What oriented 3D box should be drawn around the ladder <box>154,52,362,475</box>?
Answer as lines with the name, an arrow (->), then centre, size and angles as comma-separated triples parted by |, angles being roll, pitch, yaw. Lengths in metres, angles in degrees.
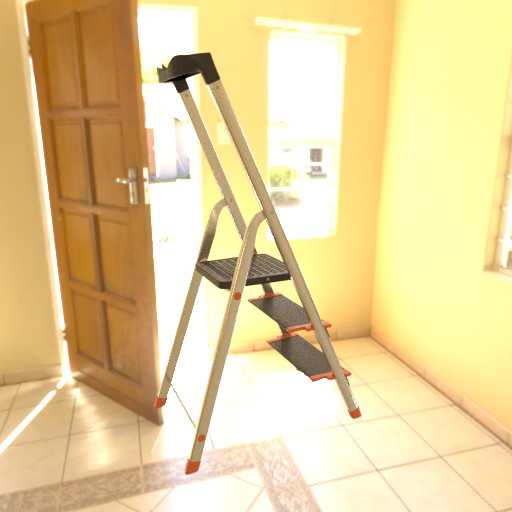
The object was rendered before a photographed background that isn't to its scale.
ladder -> 0.000, 0.000, 1.538 | 0.686, 1.229, 0.416 | -7, 16, -25
